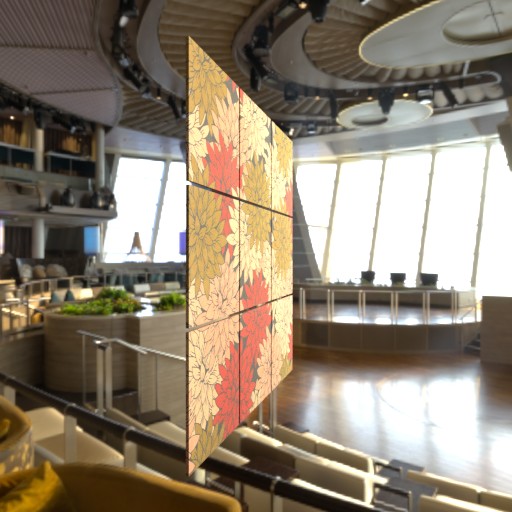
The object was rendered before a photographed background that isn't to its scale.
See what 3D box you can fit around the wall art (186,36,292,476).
[{"bbox_3d":[0.000,0.000,2.265,0.013,1.534,1.519,0,0,18],"label":"wall art"}]
